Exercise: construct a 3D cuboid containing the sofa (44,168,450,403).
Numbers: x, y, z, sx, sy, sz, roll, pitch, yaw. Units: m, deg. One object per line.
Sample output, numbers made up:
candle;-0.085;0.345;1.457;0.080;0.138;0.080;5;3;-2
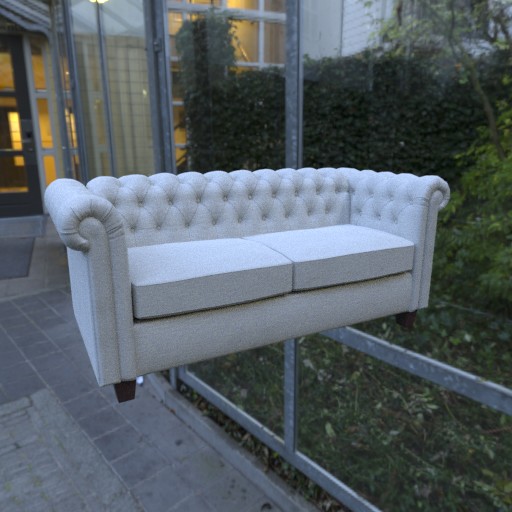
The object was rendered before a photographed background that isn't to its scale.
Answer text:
sofa;0.000;0.000;2.193;1.798;0.797;0.783;-8;17;-27
